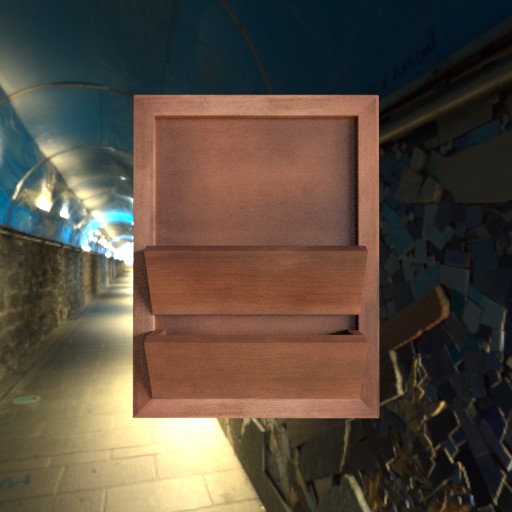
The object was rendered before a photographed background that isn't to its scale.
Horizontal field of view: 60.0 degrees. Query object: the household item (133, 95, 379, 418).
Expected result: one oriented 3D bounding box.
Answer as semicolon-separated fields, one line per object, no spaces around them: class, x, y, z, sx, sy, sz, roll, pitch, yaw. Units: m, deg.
household item;0.000;0.000;0.543;0.310;0.407;0.067;0;0;0
